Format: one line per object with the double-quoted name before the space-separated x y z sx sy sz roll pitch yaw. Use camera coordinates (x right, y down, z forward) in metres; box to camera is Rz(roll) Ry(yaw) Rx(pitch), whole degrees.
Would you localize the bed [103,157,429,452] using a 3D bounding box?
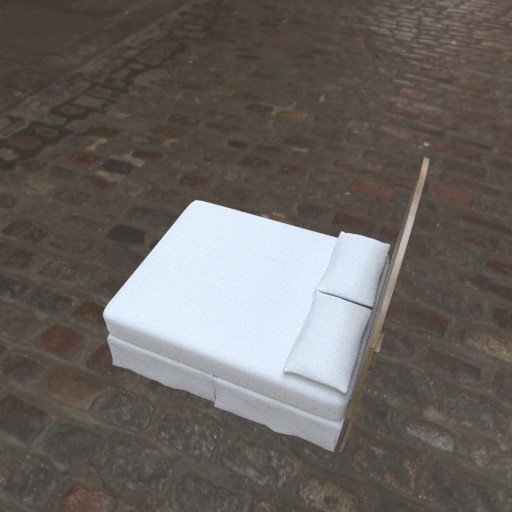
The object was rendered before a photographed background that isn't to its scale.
"bed" 0.000 0.000 3.489 2.112 2.002 1.713 17 48 16
